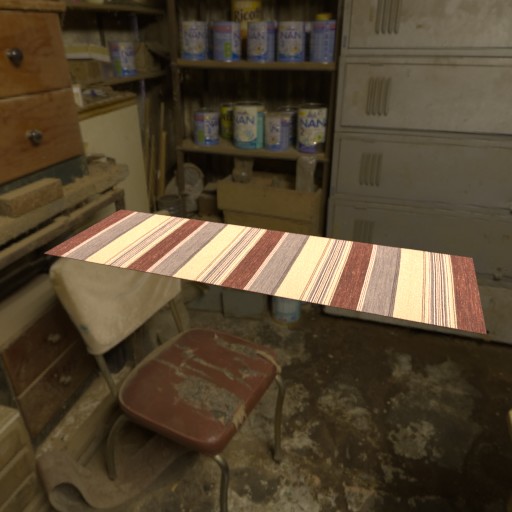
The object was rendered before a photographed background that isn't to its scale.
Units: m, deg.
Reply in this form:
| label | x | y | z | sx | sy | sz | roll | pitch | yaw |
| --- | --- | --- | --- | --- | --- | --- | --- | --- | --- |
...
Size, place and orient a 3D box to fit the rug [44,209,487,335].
| label | x | y | z | sx | sy | sz | roll | pitch | yaw |
| --- | --- | --- | --- | --- | --- | --- | --- | --- | --- |
| rug | 0.000 | 0.000 | 2.654 | 2.437 | 0.006 | 0.792 | 9 | 28 | 17 |
